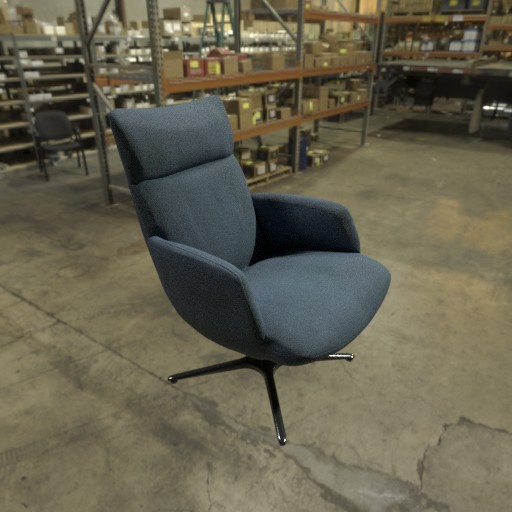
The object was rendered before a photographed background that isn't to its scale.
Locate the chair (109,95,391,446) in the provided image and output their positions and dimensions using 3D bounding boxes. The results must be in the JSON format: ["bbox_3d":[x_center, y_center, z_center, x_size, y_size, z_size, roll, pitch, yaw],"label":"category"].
[{"bbox_3d":[0.000,0.000,1.612,0.889,1.016,0.711,18,31,32],"label":"chair"}]
